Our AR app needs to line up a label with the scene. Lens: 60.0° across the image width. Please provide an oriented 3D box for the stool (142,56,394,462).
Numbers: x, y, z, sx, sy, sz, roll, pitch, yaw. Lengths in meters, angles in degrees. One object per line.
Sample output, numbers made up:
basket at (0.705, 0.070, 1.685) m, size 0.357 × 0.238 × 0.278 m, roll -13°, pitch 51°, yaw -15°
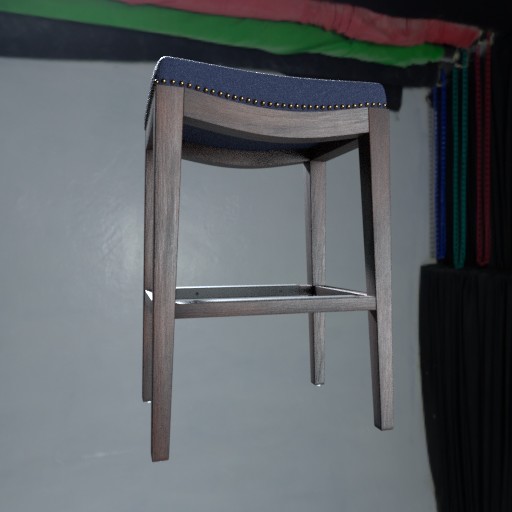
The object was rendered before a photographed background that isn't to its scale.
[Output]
stool at (0.000, 0.000, 1.027) m, size 0.498 × 0.740 × 0.358 m, roll 0°, pitch 1°, yaw -17°
